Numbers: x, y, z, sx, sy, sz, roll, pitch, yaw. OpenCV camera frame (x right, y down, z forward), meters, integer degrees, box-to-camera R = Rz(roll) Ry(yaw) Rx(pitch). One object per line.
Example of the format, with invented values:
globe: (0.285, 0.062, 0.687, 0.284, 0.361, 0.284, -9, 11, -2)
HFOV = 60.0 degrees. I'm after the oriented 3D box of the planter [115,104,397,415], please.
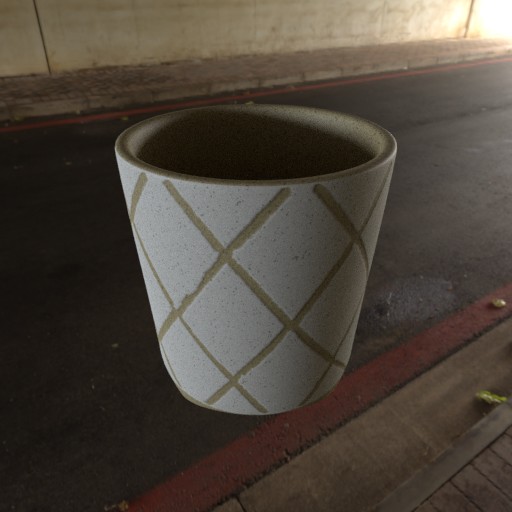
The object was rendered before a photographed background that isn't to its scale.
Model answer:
planter: (0.000, 0.000, 0.360, 0.191, 0.199, 0.191, 0, 31, 0)
